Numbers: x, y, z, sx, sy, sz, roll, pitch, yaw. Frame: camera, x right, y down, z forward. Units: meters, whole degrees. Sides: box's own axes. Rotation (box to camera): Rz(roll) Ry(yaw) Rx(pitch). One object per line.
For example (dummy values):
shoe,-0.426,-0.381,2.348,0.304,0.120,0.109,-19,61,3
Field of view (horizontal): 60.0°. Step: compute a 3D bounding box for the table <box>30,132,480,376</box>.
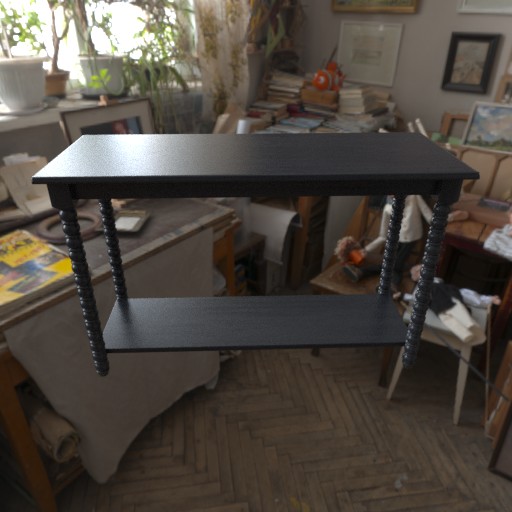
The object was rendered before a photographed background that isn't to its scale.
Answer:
table,0.000,0.000,1.533,1.184,0.735,0.459,-1,29,-2
